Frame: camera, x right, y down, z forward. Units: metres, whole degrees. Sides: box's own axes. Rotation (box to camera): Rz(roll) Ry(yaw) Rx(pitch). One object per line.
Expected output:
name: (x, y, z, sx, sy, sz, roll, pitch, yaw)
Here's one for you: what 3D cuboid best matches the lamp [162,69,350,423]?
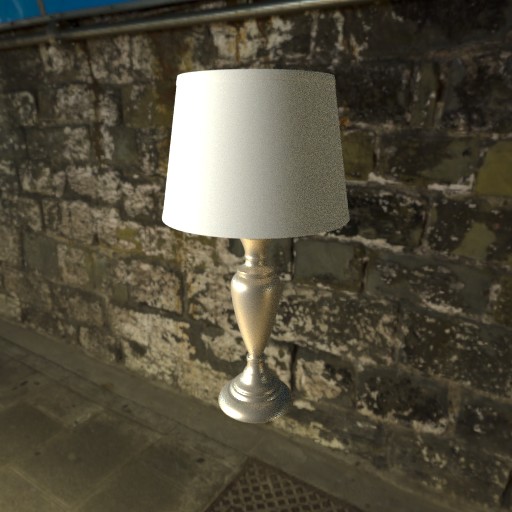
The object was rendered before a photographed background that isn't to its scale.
lamp: (0.000, 0.000, 0.815, 0.328, 0.612, 0.328, 0, 17, 0)
